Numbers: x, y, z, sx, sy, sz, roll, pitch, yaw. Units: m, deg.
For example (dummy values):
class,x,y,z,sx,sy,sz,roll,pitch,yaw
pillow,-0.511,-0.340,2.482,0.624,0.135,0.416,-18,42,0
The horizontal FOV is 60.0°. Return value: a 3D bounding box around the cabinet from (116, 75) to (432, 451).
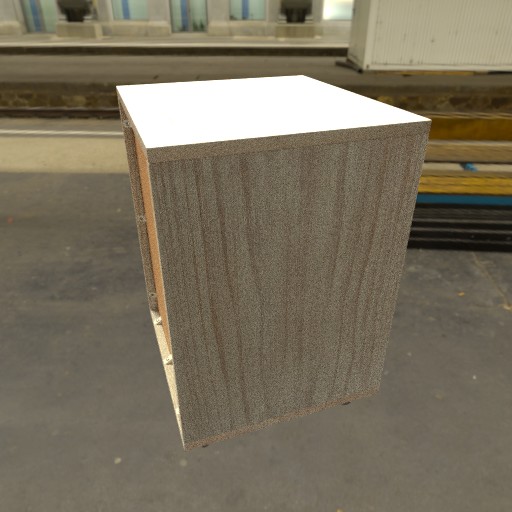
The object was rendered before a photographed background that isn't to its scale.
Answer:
class,x,y,z,sx,sy,sz,roll,pitch,yaw
cabinet,0.000,0.000,0.856,0.401,0.579,0.409,-10,32,-17
